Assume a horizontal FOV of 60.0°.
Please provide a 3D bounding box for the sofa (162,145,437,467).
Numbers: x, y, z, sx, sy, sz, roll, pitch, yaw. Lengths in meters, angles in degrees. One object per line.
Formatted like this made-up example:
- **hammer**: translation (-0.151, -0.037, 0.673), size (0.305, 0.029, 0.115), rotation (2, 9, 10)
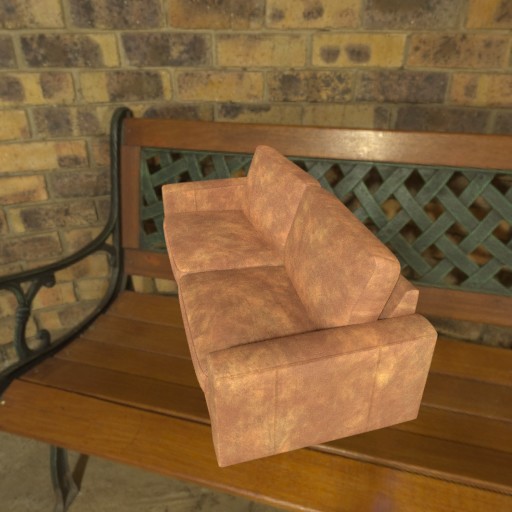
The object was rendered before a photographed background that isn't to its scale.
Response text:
- **sofa**: translation (0.000, 0.000, 2.742), size (1.016, 0.873, 2.179), rotation (-8, 30, -14)
